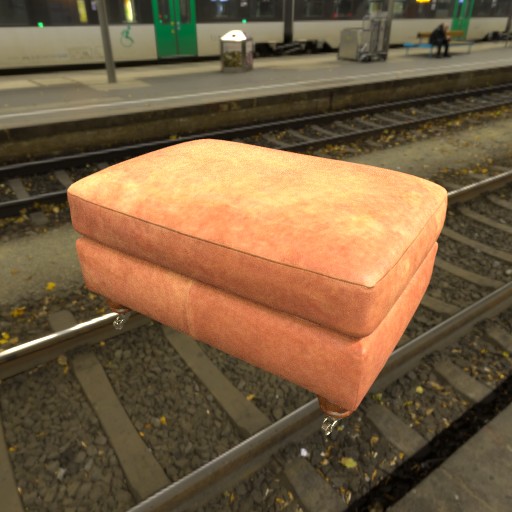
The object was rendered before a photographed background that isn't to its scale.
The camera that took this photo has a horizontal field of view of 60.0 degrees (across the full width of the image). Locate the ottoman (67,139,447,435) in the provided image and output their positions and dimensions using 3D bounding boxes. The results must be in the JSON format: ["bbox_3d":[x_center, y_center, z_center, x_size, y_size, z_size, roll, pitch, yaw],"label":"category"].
[{"bbox_3d":[0.000,0.000,1.205,0.852,0.507,0.565,18,34,29],"label":"ottoman"}]
